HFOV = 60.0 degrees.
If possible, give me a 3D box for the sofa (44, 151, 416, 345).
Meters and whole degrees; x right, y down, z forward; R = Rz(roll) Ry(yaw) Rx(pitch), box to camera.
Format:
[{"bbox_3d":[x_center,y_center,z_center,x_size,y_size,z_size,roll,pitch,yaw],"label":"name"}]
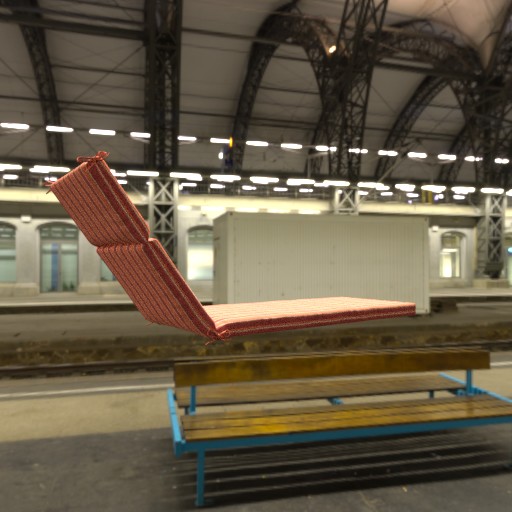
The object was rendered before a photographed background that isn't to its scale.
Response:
[{"bbox_3d":[0.000,0.000,1.986,1.663,0.622,0.582,1,-1,-36],"label":"sofa"}]
